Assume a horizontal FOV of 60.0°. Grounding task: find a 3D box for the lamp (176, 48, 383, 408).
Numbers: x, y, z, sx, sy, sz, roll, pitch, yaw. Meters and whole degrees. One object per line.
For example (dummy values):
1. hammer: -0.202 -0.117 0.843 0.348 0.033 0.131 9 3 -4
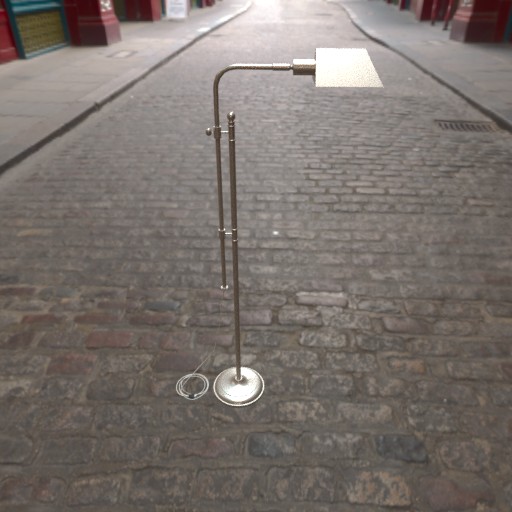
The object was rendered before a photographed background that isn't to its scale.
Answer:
1. lamp: 0.000 0.000 1.840 0.813 1.571 0.256 1 31 2
